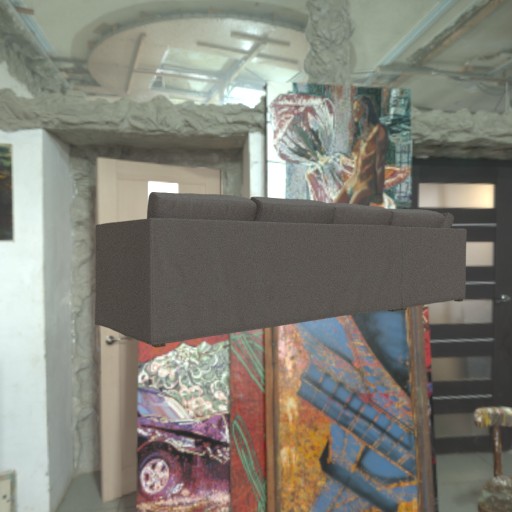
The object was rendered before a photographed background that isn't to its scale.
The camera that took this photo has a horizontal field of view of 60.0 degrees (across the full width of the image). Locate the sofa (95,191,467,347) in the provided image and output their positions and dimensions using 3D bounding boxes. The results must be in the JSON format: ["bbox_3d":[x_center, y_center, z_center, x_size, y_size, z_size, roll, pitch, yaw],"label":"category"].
[{"bbox_3d":[0.000,0.000,4.195,3.182,0.871,2.432,-1,2,-37],"label":"sofa"}]
